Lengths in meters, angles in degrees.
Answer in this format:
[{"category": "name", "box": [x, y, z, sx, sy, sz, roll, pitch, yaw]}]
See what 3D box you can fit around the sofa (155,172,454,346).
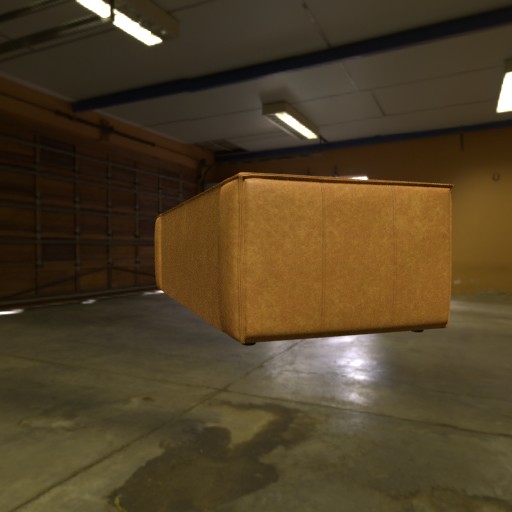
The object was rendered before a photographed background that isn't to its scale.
[{"category": "sofa", "box": [0.000, 0.000, 3.053, 1.102, 0.701, 2.581, 0, 1, -20]}]
